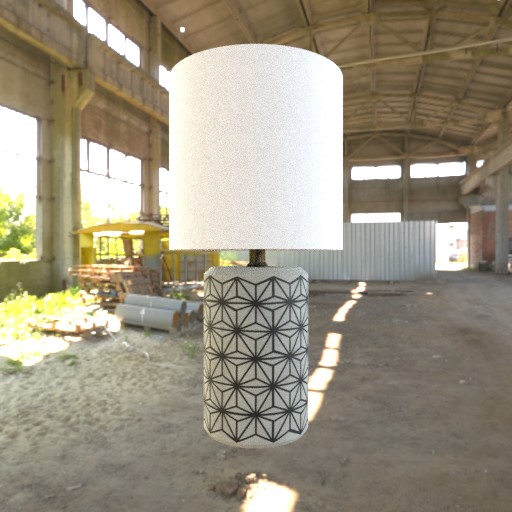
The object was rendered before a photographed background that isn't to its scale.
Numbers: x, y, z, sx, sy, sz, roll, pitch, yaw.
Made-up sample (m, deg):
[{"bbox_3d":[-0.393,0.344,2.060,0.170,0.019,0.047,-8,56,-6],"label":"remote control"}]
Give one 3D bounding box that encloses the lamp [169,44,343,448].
[{"bbox_3d":[0.000,0.000,0.537,0.206,0.416,0.206,0,0,-18],"label":"lamp"}]
